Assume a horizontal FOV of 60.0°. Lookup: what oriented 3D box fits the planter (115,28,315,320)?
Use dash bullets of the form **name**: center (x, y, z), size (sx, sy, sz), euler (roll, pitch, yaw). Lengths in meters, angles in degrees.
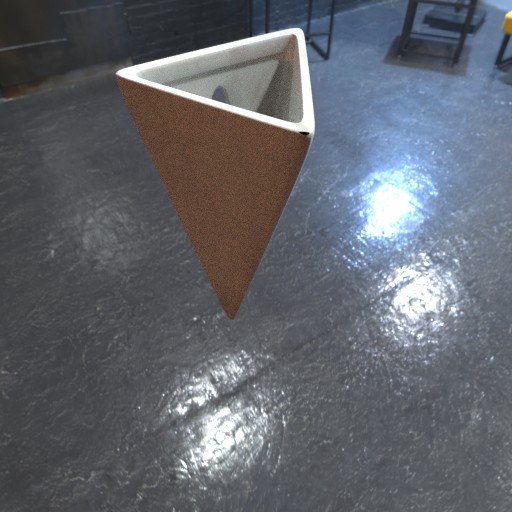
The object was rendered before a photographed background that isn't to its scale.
- **planter**: center (0.000, 0.000, 0.157), size (0.058, 0.130, 0.047), euler (-24, 51, -22)
